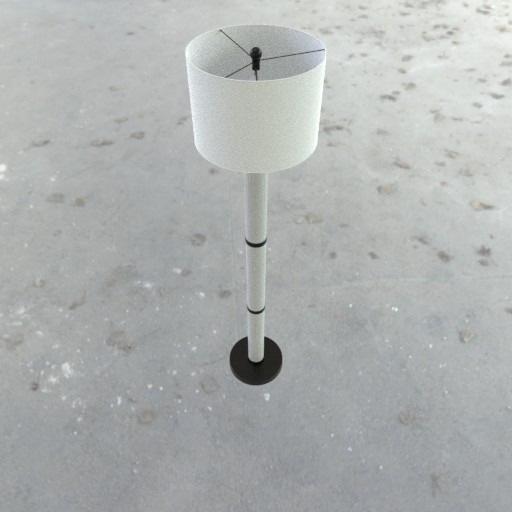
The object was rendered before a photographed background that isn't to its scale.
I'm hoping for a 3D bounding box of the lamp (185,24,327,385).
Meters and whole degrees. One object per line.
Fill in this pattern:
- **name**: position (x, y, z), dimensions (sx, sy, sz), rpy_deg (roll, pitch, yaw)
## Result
- **lamp**: position (0.000, 0.000, 1.750), dimensions (0.377, 1.599, 0.377), rpy_deg (-3, 46, -3)
